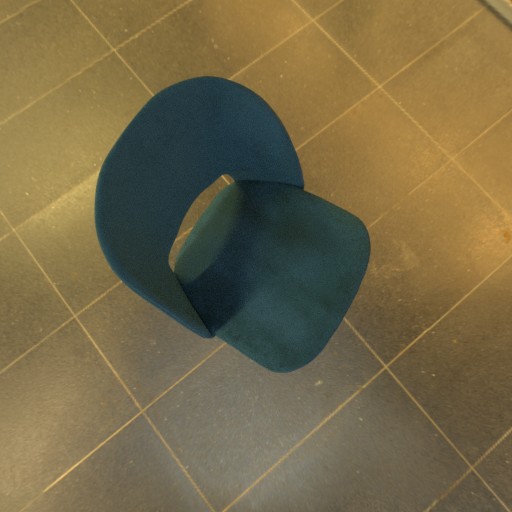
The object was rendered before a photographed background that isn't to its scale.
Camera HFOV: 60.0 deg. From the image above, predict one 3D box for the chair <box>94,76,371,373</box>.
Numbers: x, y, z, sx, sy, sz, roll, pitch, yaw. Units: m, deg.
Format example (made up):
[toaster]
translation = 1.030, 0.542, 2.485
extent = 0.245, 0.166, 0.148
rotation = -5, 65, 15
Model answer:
[chair]
translation = 0.000, 0.000, 1.222
extent = 0.577, 0.860, 0.527
rotation = 31, 78, 7
